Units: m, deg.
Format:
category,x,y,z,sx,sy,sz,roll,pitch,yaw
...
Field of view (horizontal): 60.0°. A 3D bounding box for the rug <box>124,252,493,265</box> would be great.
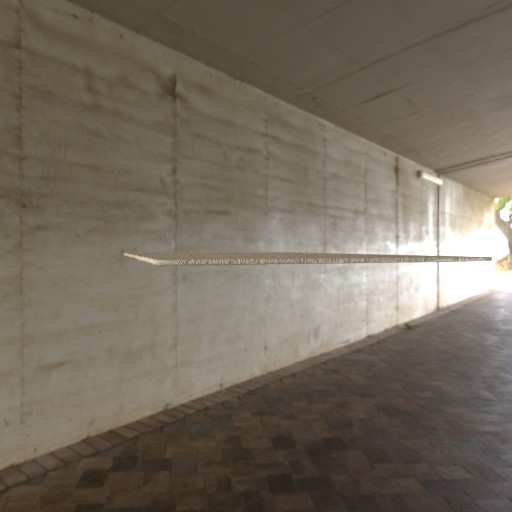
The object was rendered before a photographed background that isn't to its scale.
category,x,y,z,sx,sy,sz,roll,pitch,yaw
rug,0.000,0.000,3.364,1.798,0.025,2.698,0,1,-19
